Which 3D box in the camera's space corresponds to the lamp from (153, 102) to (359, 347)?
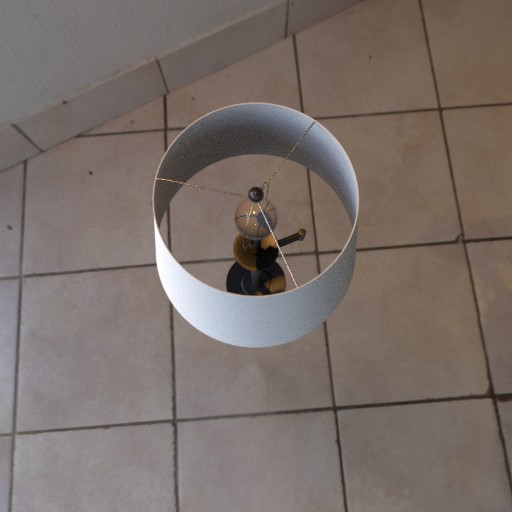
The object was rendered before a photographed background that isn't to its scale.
[{"bbox_3d":[0.000,0.000,0.886,0.363,0.696,0.363,0,77,0],"label":"lamp"}]
